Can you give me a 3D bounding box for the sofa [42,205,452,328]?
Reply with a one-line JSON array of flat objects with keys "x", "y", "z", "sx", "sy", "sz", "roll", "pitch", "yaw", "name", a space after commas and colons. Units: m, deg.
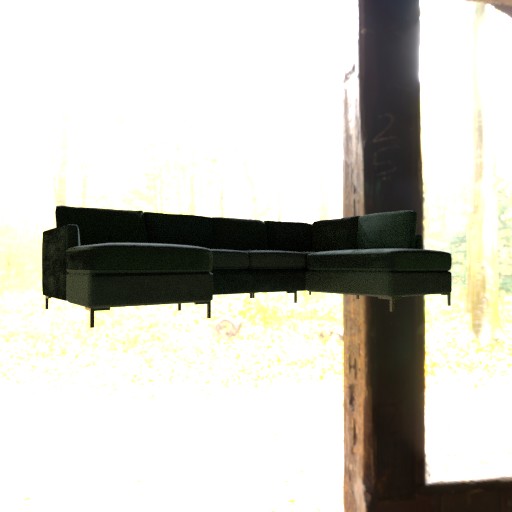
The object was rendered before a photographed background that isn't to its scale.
[{"x": 0.000, "y": 0.000, "z": 4.265, "sx": 3.434, "sy": 0.992, "sz": 2.055, "roll": 1, "pitch": -1, "yaw": -36, "name": "sofa"}]
